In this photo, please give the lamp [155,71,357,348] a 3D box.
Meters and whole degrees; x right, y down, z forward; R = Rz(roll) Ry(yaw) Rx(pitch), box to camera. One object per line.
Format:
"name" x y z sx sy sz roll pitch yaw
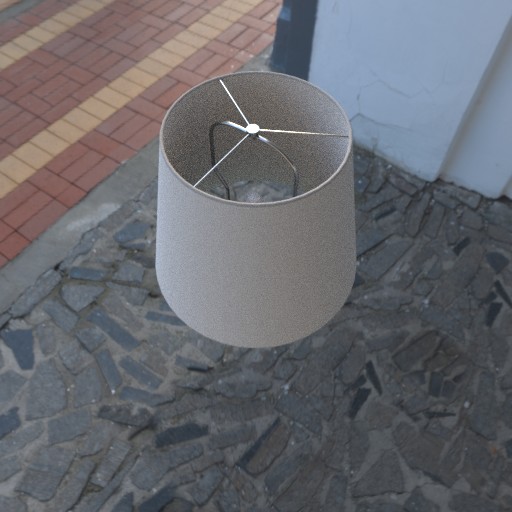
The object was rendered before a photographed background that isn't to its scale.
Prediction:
"lamp" 0.000 0.000 0.796 0.355 0.582 0.355 0 58 0
